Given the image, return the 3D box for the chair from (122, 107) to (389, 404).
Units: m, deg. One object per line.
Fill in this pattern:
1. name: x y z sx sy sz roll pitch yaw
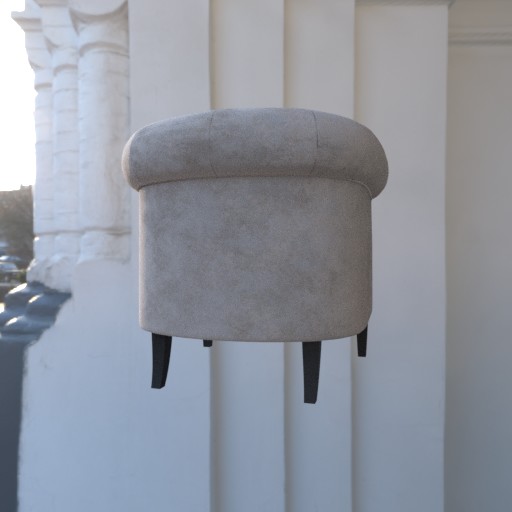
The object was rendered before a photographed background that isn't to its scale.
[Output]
1. chair: 0.000 0.000 1.578 0.904 0.826 0.851 0 0 17
